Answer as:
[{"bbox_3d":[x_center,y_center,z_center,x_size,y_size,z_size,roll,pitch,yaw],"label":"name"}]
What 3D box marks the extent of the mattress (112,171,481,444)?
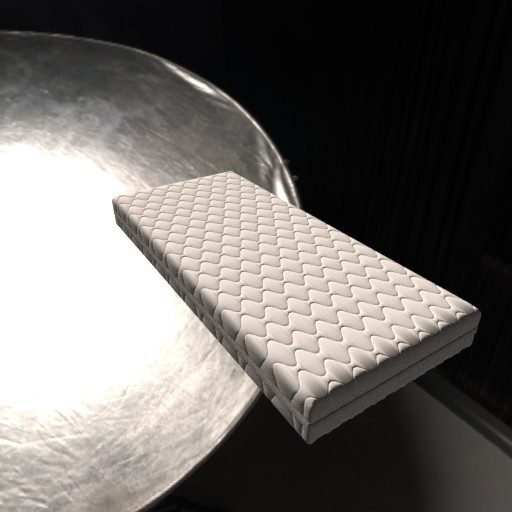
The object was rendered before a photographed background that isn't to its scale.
[{"bbox_3d":[0.000,0.000,2.346,0.900,0.200,2.000,-18,35,-28],"label":"mattress"}]
